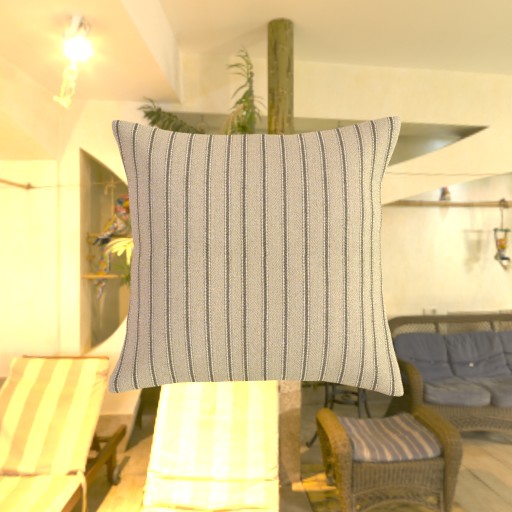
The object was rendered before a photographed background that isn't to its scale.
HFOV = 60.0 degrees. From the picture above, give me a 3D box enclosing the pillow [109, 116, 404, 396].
[{"bbox_3d":[0.000,0.000,0.705,0.468,0.444,0.138,0,0,0],"label":"pillow"}]
